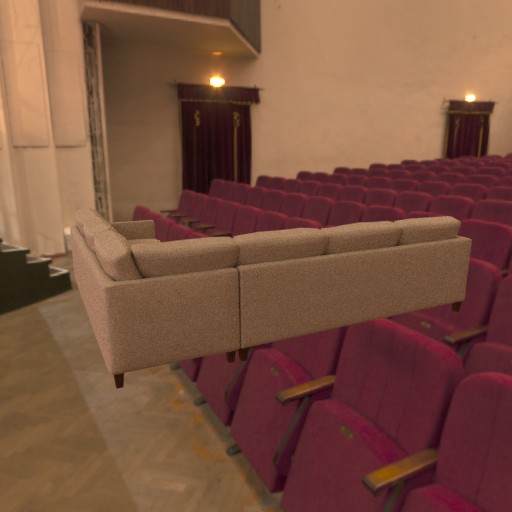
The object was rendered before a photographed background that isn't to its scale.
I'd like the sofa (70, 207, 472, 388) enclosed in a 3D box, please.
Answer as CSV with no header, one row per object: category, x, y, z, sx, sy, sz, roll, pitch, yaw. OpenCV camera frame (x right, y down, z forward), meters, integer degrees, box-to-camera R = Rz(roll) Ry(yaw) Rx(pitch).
sofa,0.000,0.000,4.531,3.333,0.934,2.522,-7,15,-26
